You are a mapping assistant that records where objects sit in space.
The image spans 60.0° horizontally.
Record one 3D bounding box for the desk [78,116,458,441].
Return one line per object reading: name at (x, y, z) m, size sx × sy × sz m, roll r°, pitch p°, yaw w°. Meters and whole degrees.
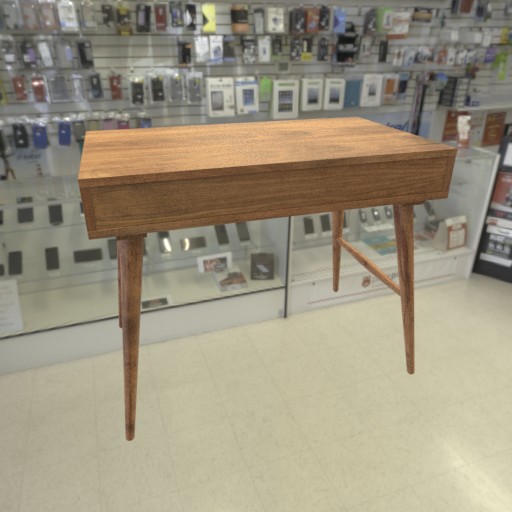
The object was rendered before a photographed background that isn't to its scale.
desk at (0.000, 0.000, 1.453) m, size 0.949 × 0.758 × 0.588 m, roll -8°, pitch 27°, yaw -15°
